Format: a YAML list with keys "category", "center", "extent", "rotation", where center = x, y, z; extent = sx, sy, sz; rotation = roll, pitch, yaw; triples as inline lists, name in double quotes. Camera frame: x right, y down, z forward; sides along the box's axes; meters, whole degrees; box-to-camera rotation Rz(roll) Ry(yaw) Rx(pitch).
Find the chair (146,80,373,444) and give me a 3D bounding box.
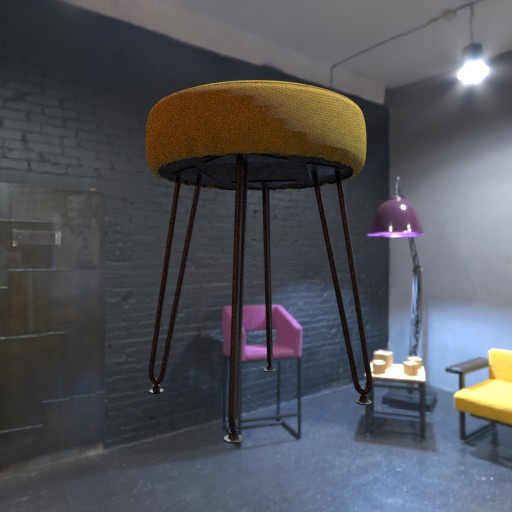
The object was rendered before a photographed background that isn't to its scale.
- category: "chair"
  center: [0.000, 0.000, 0.714]
  extent: [0.345, 0.455, 0.345]
  rotation: [0, 0, -36]
